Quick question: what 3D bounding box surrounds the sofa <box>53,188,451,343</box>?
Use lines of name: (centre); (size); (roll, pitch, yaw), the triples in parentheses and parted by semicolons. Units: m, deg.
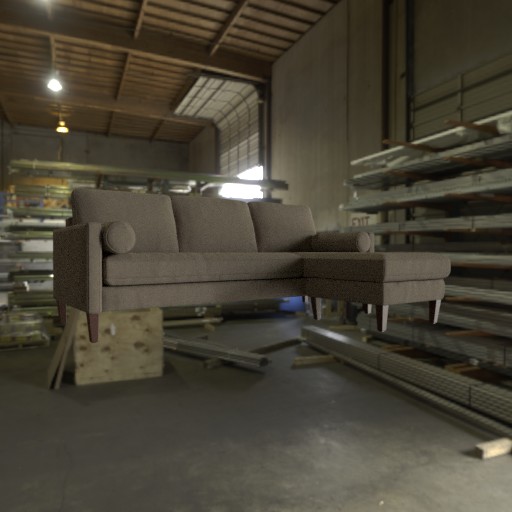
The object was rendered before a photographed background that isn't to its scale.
sofa: (0.000, 0.000, 2.882); (2.178, 0.875, 1.506); (0, 1, -35)
